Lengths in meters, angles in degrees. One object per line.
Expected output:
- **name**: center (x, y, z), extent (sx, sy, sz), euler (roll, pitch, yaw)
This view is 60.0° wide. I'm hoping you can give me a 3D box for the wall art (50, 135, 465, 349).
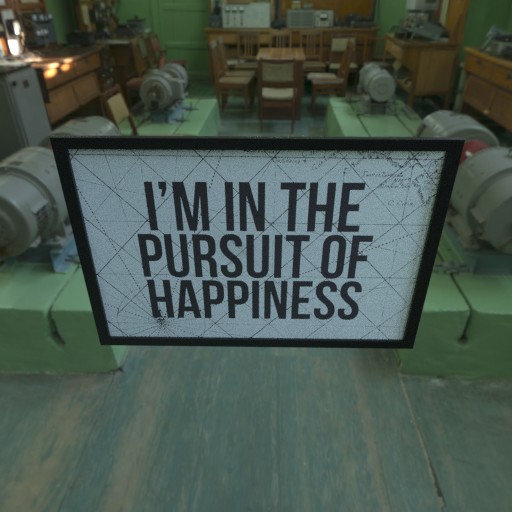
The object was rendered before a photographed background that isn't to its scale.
- **wall art**: center (0.000, 0.000, 1.023), extent (0.819, 0.552, 0.015), euler (1, 32, 1)
